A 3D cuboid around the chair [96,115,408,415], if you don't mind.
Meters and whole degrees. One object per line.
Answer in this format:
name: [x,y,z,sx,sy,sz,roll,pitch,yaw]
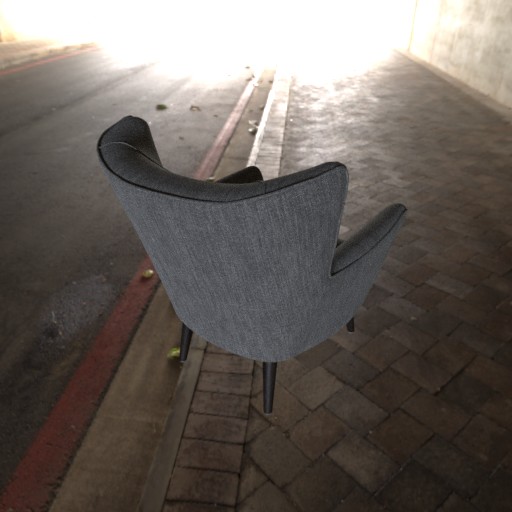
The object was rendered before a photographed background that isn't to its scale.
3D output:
chair: [0.000,0.000,1.572,0.781,0.933,0.888,21,37,32]
